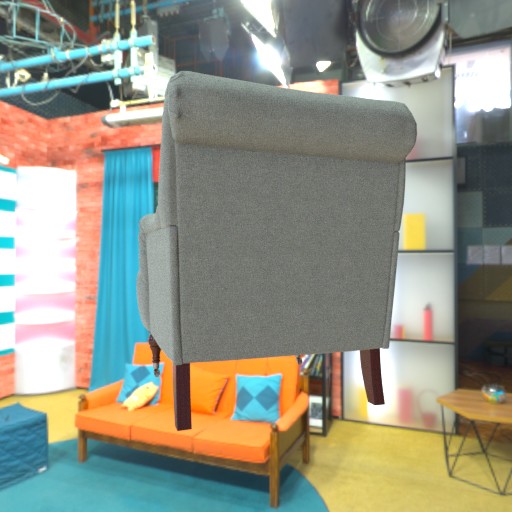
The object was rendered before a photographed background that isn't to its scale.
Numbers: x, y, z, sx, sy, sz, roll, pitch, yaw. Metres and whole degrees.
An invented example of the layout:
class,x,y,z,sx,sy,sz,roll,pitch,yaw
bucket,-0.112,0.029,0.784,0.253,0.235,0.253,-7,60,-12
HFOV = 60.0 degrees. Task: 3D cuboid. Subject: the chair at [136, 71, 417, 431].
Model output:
class,x,y,z,sx,sy,sz,roll,pitch,yaw
chair,0.000,0.000,1.964,0.964,1.178,1.060,0,-1,-20
